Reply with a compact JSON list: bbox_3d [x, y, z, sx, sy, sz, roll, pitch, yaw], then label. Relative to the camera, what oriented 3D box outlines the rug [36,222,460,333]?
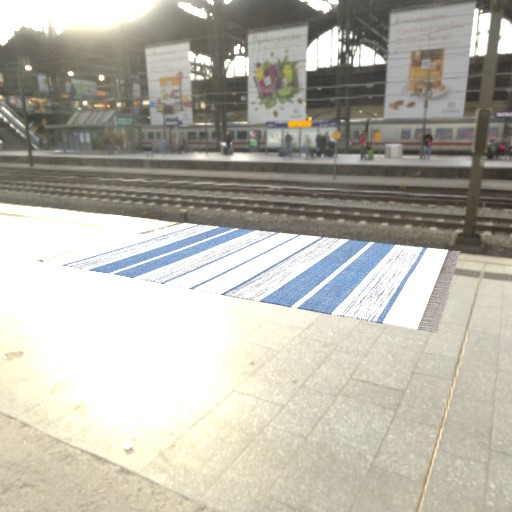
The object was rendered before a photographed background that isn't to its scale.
[{"bbox_3d":[0.000,0.000,2.991,2.441,0.010,1.532,7,16,26],"label":"rug"}]
